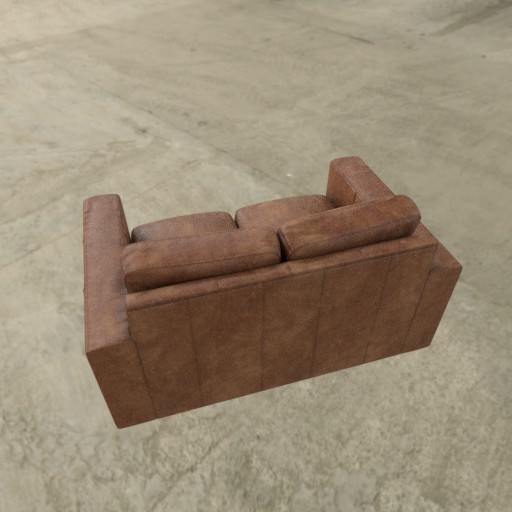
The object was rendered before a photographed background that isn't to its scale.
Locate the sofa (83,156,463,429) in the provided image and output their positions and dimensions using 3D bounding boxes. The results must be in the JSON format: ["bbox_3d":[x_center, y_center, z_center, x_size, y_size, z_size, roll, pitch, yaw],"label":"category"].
[{"bbox_3d":[0.000,0.000,2.263,1.626,0.889,1.041,-11,43,-12],"label":"sofa"}]
